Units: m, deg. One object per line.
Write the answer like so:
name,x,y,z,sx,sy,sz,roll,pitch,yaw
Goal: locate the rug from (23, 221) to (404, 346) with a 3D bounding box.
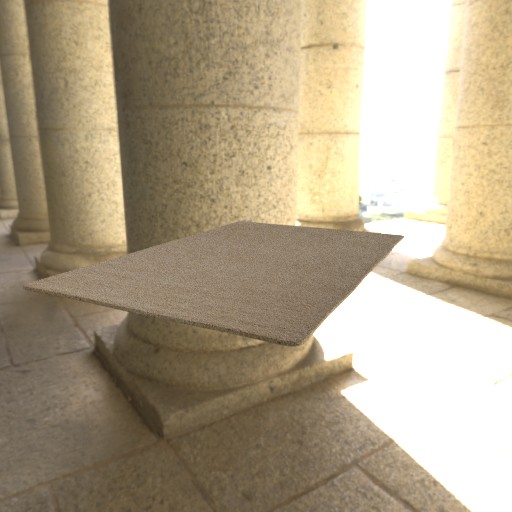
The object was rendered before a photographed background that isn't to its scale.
rug,0.000,0.000,3.430,1.801,0.024,2.700,7,15,26
